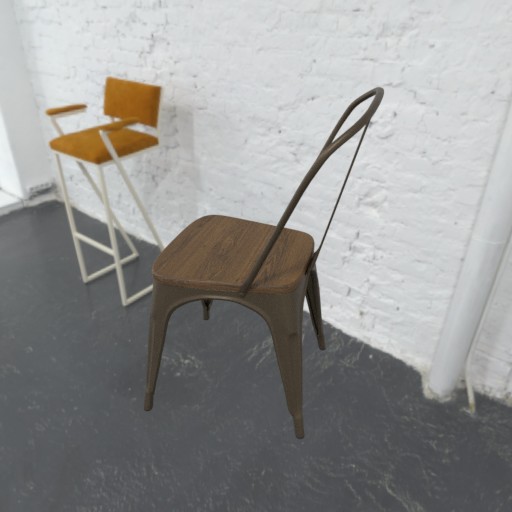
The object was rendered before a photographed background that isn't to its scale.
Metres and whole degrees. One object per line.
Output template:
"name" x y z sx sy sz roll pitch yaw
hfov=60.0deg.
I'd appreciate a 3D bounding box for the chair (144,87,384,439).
"chair" 0.000 0.000 1.158 0.532 0.844 0.451 9 31 15
